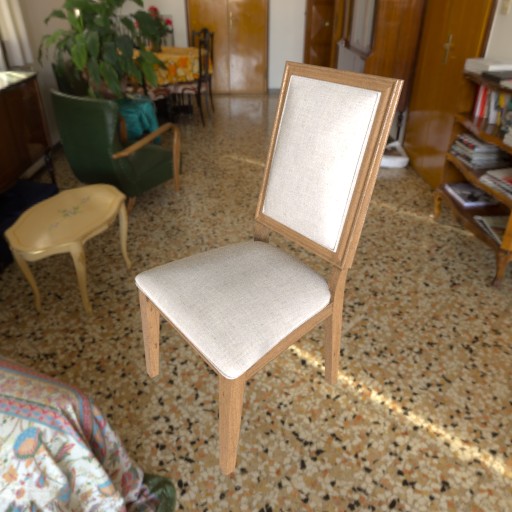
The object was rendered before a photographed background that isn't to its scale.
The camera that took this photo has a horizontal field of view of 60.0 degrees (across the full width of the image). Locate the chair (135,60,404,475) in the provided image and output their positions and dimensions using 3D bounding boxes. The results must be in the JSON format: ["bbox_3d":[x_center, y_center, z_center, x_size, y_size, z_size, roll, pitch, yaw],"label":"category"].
[{"bbox_3d":[0.000,0.000,1.320,0.601,0.988,0.536,-22,37,-32],"label":"chair"}]
